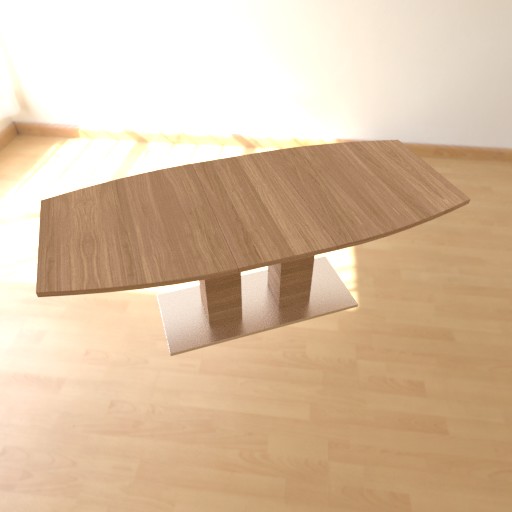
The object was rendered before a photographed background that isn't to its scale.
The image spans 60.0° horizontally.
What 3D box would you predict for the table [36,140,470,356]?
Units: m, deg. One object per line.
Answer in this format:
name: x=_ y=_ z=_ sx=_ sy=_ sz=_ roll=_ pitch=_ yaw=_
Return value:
table: x=0.000 y=0.000 z=2.453 sx=2.032 sy=0.750 sz=0.900 roll=-12 pitch=43 yaw=-14
